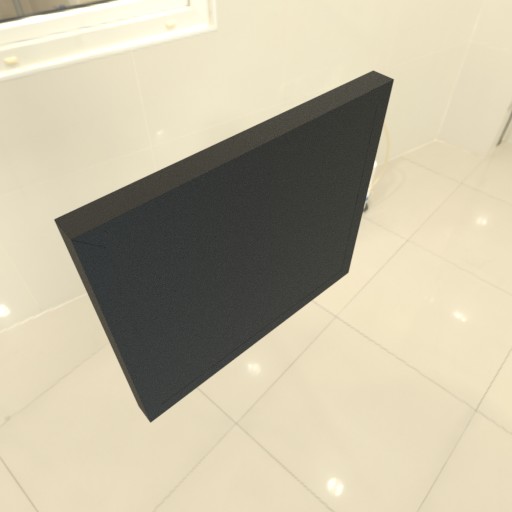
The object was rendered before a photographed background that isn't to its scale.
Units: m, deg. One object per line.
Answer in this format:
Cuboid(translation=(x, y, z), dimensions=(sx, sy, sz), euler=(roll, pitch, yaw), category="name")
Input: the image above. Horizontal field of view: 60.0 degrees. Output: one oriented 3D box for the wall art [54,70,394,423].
Cuboid(translation=(0.000, 0.000, 0.535), dimensions=(0.381, 0.330, 0.029), euler=(-33, 55, -27), category="wall art")
